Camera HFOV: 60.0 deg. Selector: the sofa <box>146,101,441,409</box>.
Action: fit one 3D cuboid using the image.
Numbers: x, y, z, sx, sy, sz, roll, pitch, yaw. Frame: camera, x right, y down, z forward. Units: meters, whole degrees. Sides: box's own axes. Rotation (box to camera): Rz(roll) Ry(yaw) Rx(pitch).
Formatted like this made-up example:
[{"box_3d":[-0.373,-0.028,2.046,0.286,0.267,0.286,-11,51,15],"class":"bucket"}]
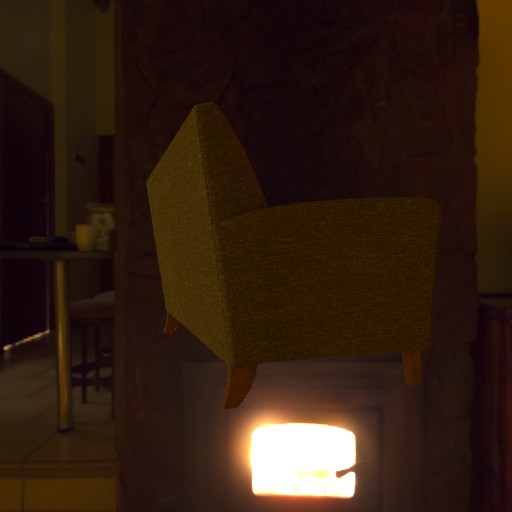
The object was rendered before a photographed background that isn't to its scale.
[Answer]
[{"box_3d":[0.000,0.000,2.073,0.867,0.905,1.509,0,0,-19],"class":"sofa"}]
